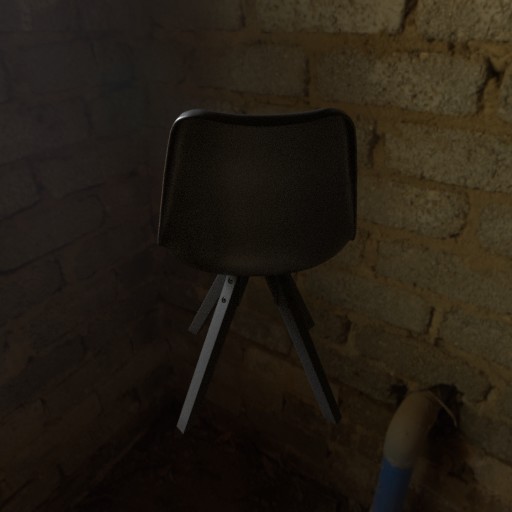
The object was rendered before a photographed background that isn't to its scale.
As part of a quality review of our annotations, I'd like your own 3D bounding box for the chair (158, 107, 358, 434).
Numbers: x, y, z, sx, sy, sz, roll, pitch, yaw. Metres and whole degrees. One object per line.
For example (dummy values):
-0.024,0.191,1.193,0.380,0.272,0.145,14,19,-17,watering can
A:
0.000,0.000,1.171,0.485,0.850,0.530,-2,30,-3,chair
